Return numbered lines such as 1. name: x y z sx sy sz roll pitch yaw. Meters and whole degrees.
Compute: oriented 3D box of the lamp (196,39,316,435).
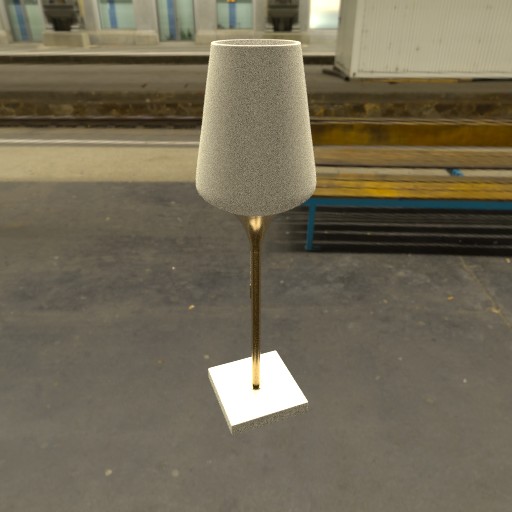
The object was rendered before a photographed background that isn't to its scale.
1. lamp: 0.000 0.000 0.733 0.181 0.639 0.181 -11 31 -18
